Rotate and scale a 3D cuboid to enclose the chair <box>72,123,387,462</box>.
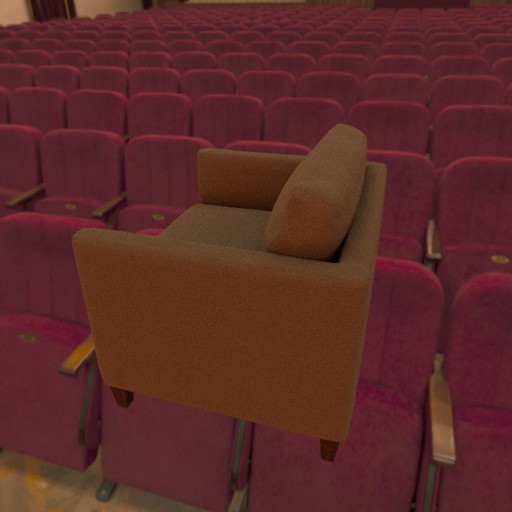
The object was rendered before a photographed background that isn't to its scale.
[{"bbox_3d":[0.000,0.000,1.843,0.959,0.963,1.107,8,30,15],"label":"chair"}]
